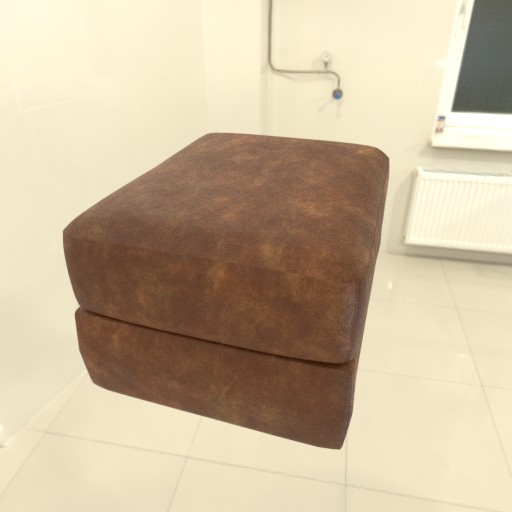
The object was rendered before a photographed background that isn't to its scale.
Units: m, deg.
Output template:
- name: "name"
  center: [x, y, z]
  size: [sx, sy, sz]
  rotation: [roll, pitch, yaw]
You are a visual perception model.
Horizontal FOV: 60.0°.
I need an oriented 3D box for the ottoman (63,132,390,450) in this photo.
- name: "ottoman"
  center: [0.000, 0.000, 1.148]
  size: [0.603, 0.476, 0.751]
  rotation: [9, 31, 15]
